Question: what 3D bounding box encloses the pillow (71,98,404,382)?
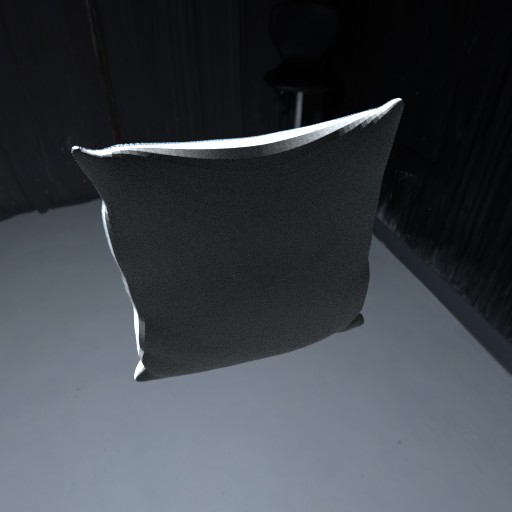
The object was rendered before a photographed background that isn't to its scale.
[{"bbox_3d":[0.000,0.000,0.684,0.440,0.441,0.182,-12,41,-14],"label":"pillow"}]
